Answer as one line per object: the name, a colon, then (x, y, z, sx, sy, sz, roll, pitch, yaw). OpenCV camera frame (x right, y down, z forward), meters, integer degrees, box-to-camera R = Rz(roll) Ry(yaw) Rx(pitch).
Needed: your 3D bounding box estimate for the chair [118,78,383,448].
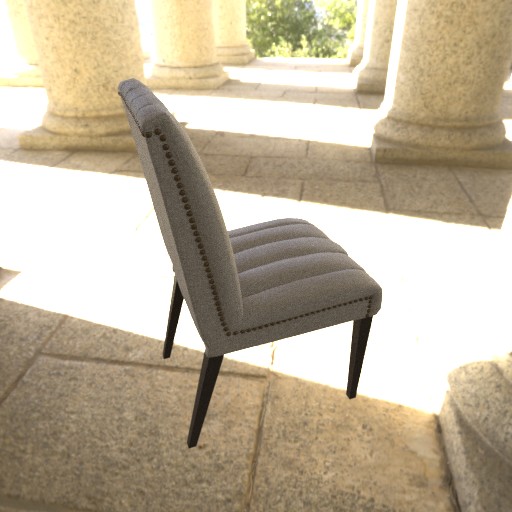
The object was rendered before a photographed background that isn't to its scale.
chair: (0.000, 0.000, 1.378, 0.647, 1.016, 0.511, -11, 32, -18)
